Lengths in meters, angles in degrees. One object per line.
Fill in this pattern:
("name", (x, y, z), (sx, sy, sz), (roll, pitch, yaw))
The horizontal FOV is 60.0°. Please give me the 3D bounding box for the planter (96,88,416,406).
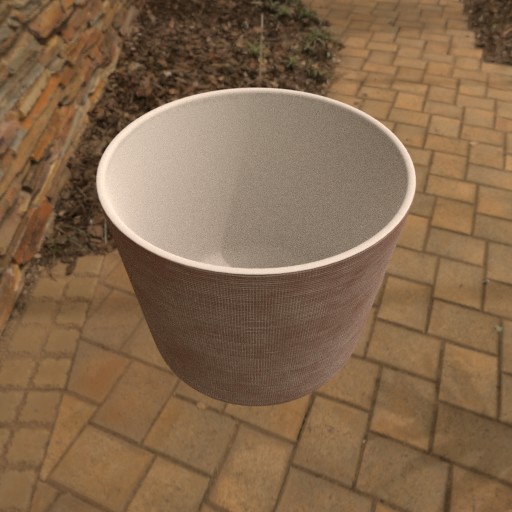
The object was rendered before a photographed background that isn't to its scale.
("planter", (0.000, 0.000, 0.769), (0.440, 0.398, 0.440), (0, 46, 0))
